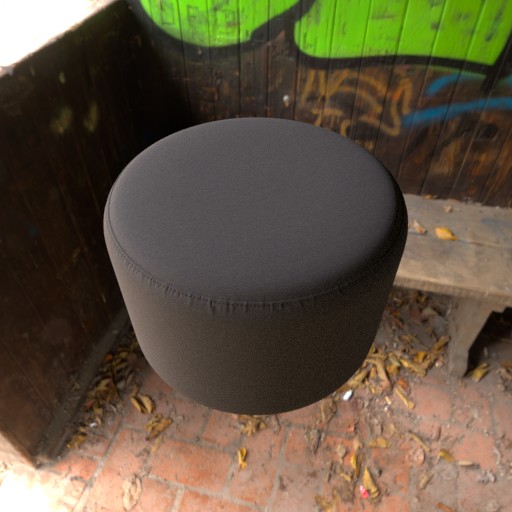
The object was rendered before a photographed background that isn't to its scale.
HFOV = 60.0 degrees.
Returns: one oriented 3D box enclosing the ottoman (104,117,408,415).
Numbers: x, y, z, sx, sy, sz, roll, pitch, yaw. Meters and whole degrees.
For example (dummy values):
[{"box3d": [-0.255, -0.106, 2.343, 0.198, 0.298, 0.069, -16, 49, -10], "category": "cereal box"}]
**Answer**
[{"box3d": [0.000, 0.000, 1.016, 0.608, 0.433, 0.608, 0, 45, 0], "category": "ottoman"}]
